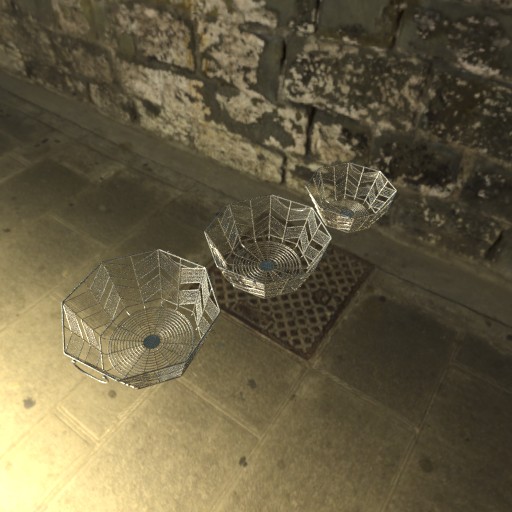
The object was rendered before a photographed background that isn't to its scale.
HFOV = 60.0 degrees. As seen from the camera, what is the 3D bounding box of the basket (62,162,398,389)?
[{"bbox_3d":[0.000,0.000,1.429,1.246,0.178,0.432,-32,55,-26],"label":"basket"}]
